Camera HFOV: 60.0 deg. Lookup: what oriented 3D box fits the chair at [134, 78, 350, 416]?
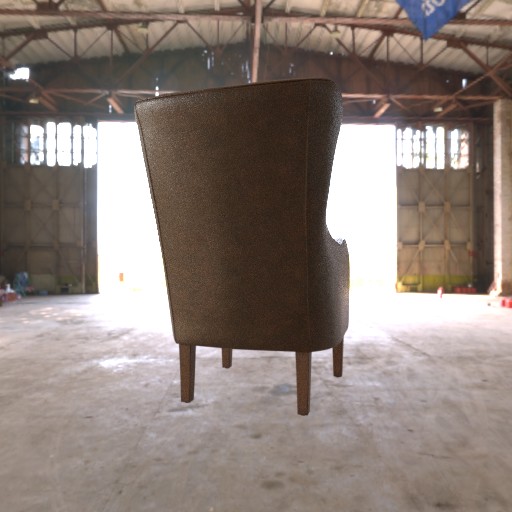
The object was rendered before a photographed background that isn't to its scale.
[{"bbox_3d":[0.000,0.000,1.664,0.692,1.048,0.914,0,0,18],"label":"chair"}]
